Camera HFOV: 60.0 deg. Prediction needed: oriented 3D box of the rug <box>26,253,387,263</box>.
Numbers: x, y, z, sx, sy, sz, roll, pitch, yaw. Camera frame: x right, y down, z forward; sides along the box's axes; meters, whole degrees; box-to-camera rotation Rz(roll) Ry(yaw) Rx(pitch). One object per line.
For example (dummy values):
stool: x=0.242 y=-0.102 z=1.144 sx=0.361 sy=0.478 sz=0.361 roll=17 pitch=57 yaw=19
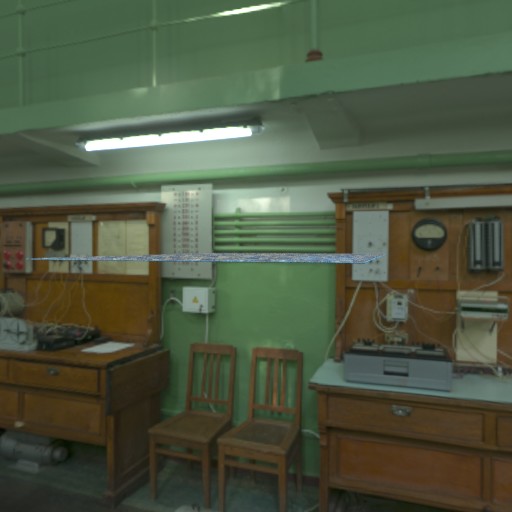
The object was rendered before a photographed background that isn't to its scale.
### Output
rug: x=0.000 y=0.000 z=4.325 sx=2.337 sy=0.013 sz=3.291 roll=0 pitch=1 yaw=18
